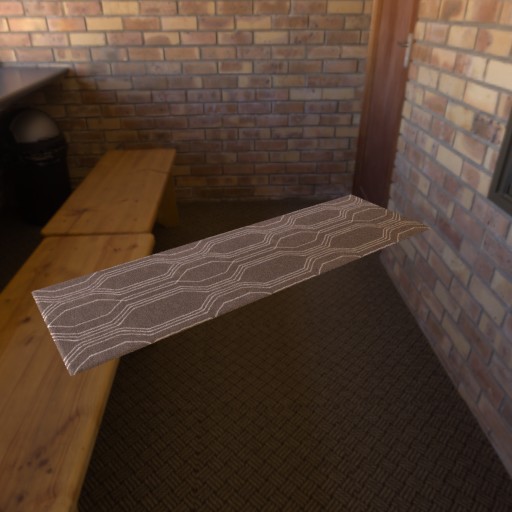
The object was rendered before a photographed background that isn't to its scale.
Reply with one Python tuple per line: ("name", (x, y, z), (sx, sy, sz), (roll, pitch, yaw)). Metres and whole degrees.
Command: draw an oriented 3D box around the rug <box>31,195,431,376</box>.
("rug", (0.000, 0.000, 2.766), (2.464, 0.012, 0.773), (-19, 35, -30))
